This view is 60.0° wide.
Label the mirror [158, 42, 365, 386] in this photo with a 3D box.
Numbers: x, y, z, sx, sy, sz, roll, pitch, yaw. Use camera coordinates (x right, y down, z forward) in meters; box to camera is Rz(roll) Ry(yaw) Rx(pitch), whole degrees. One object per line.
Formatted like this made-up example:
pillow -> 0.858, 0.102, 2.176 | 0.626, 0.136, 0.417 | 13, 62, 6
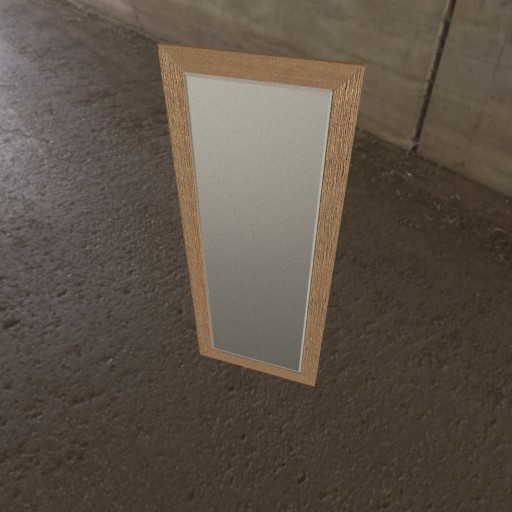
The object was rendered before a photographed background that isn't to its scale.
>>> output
mirror -> 0.000, 0.000, 2.339 | 0.812, 2.031, 0.026 | 12, 43, 14
